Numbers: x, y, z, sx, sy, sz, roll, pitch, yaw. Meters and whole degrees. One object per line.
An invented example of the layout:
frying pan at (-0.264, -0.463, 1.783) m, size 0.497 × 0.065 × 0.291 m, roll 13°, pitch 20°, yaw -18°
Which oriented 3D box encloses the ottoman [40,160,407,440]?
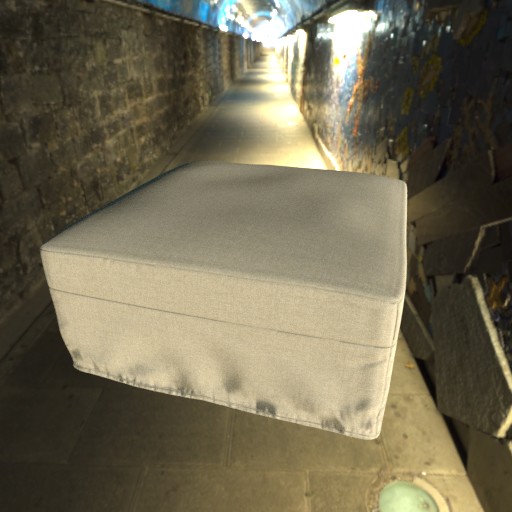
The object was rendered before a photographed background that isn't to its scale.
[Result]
ottoman at (0.000, 0.000, 1.343) m, size 0.840 × 0.436 × 0.843 m, roll 8°, pitch 27°, yaw 15°
